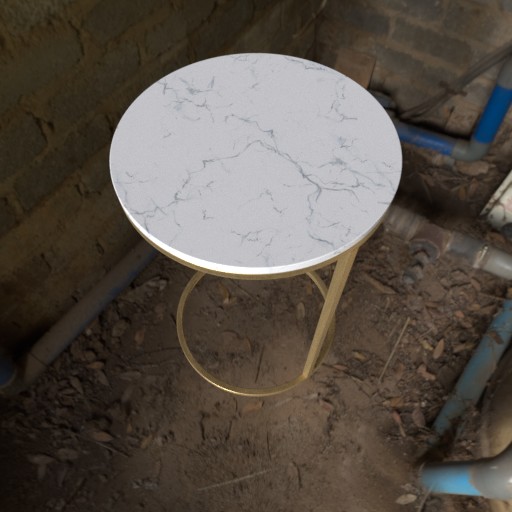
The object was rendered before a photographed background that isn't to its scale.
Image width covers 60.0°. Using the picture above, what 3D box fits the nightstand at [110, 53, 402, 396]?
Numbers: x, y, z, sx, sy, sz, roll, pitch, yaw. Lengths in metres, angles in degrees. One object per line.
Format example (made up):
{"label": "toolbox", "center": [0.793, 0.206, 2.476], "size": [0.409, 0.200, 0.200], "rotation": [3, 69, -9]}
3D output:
{"label": "nightstand", "center": [0.000, 0.000, 0.875], "size": [0.400, 0.610, 0.400], "rotation": [-3, 59, -2]}
